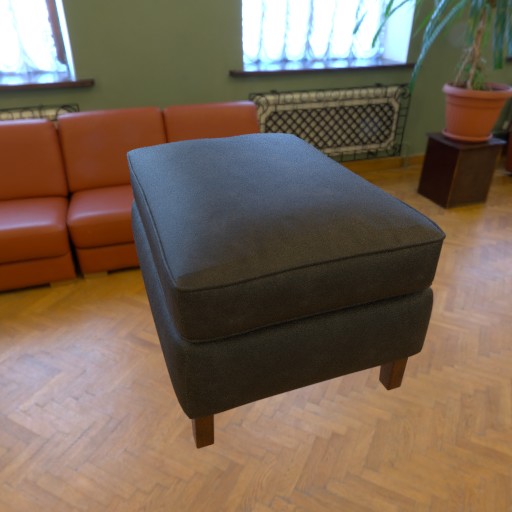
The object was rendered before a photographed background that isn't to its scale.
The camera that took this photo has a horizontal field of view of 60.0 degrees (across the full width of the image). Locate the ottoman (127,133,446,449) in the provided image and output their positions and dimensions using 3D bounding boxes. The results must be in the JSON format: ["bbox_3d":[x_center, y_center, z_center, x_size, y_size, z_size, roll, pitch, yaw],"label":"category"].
[{"bbox_3d":[0.000,0.000,1.001,0.501,0.413,0.665,-10,32,-17],"label":"ottoman"}]
